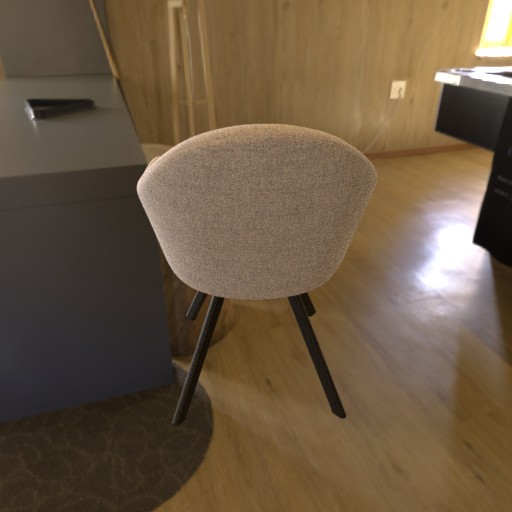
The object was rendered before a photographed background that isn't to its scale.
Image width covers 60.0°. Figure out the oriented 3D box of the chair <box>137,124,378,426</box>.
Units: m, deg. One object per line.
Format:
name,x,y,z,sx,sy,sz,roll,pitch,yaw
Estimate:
chair,0.000,0.000,1.146,0.540,0.780,0.570,-2,29,-3
